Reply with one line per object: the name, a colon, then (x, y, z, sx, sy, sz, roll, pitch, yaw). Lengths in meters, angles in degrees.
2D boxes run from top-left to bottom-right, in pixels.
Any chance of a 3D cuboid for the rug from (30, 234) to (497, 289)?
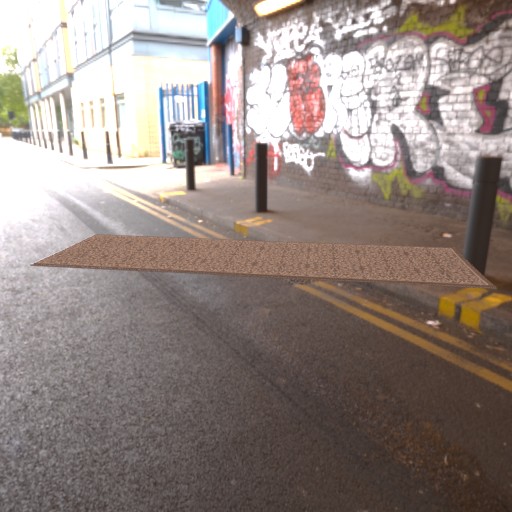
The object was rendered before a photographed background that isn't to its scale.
rug: (0.000, 0.000, 2.377, 2.196, 0.011, 0.662, 2, 16, 8)
